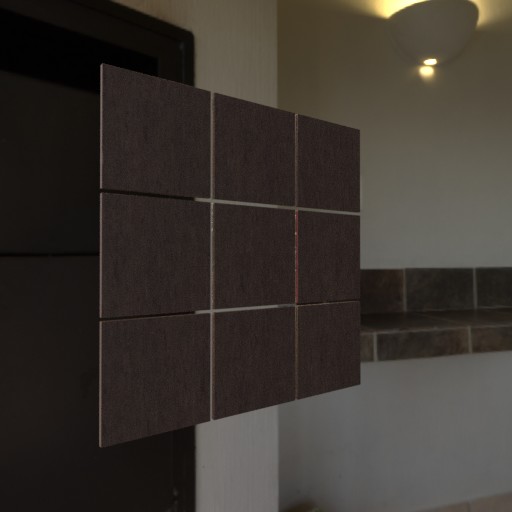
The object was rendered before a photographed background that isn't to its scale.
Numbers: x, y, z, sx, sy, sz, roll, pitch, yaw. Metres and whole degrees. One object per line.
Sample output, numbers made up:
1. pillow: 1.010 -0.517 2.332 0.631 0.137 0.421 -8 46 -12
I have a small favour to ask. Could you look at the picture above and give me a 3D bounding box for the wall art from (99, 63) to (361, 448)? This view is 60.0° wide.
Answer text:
1. wall art: 0.000 0.000 1.327 0.915 0.914 0.013 0 -1 -36
